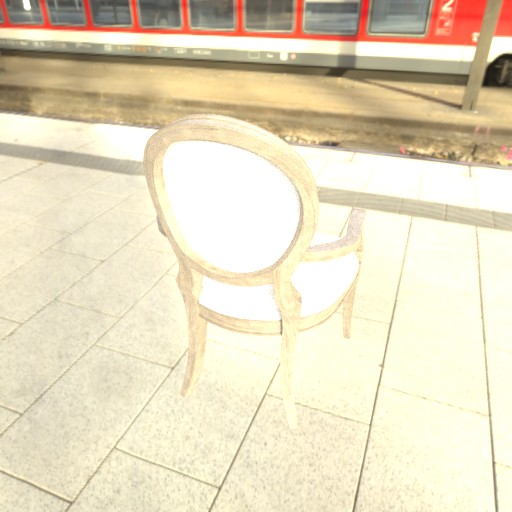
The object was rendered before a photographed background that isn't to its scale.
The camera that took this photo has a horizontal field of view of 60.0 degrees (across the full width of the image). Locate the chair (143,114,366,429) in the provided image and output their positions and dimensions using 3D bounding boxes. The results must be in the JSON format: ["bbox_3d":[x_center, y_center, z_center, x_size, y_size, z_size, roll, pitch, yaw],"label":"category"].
[{"bbox_3d":[0.000,0.000,1.379,0.611,0.991,0.602,10,33,16],"label":"chair"}]
